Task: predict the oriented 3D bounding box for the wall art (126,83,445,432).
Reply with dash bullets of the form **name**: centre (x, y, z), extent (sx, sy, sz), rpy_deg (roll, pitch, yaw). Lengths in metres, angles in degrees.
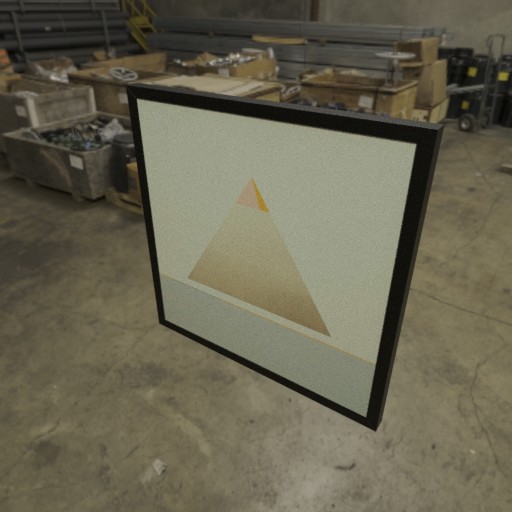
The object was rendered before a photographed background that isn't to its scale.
- **wall art**: centre (0.000, 0.000, 1.139), extent (0.769, 0.766, 0.042), rpy_deg (19, 35, 29)
